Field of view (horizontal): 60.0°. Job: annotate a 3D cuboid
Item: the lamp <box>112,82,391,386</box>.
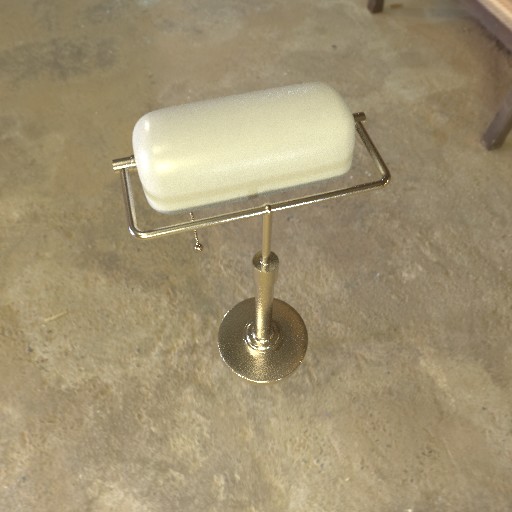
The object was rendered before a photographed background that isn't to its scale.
[{"bbox_3d":[0.000,0.000,0.569,0.269,0.404,0.227,-13,59,-8],"label":"lamp"}]
